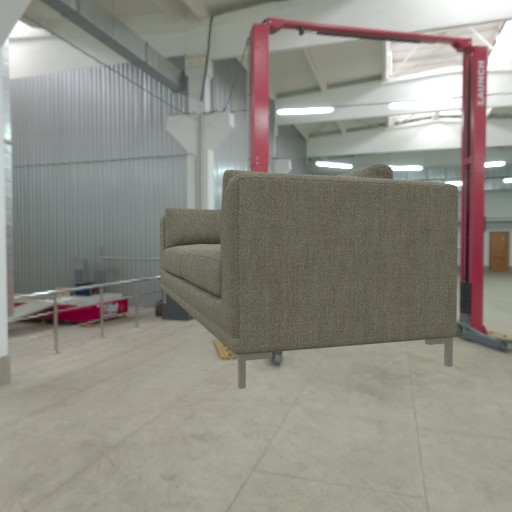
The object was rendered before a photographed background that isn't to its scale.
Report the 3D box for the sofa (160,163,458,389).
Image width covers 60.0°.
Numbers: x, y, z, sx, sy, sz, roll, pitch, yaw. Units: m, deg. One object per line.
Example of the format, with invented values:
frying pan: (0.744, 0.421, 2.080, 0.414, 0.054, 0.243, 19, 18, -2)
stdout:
sofa: (0.000, 0.000, 2.820, 0.969, 0.867, 2.415, -1, 2, -18)
